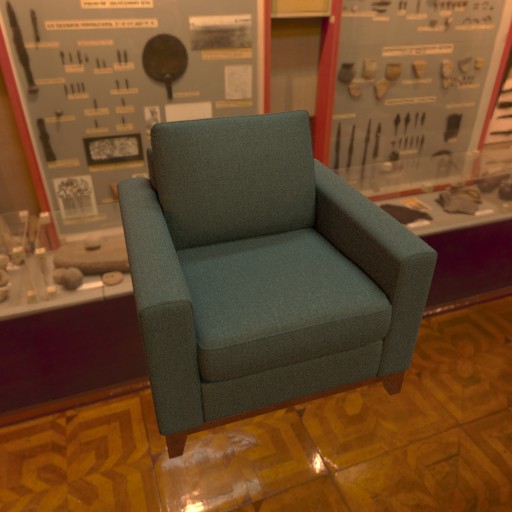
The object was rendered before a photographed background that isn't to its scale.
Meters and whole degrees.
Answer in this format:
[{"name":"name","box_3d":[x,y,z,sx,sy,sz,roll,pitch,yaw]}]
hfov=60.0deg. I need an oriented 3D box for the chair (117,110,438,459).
[{"name":"chair","box_3d":[0.000,0.000,1.870,1.024,1.010,1.038,-10,33,-16]}]
